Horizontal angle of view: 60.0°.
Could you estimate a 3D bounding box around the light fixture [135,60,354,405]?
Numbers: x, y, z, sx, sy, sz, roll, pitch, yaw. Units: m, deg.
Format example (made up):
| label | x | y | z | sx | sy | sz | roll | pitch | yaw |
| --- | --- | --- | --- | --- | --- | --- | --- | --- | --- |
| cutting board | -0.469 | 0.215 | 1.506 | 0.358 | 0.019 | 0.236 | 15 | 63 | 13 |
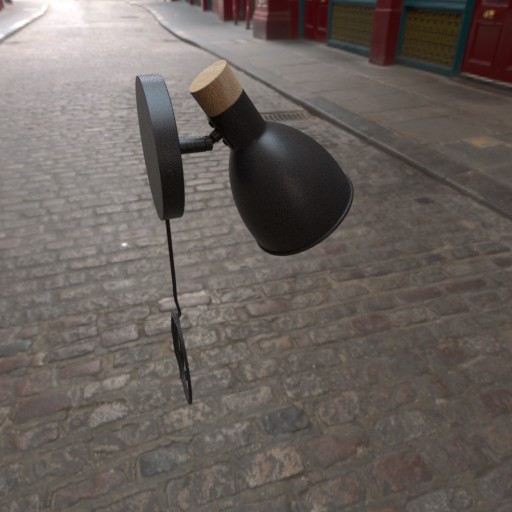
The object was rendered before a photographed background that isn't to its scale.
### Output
| label | x | y | z | sx | sy | sz | roll | pitch | yaw |
| --- | --- | --- | --- | --- | --- | --- | --- | --- | --- |
| light fixture | 0.000 | 0.000 | 0.489 | 0.203 | 0.401 | 0.127 | -10 | 33 | -17 |
